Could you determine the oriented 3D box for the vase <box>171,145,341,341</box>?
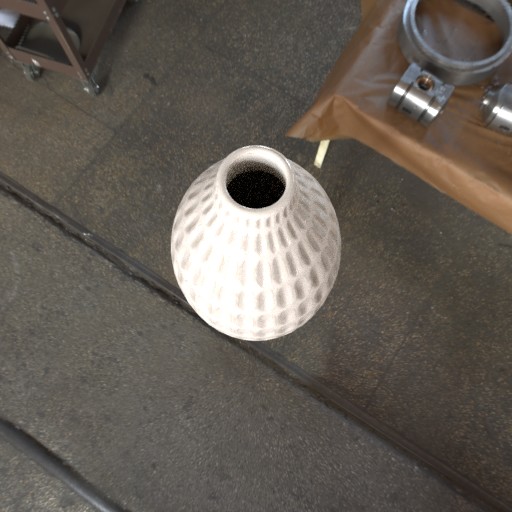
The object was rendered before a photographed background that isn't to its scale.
[{"bbox_3d":[0.000,0.000,0.348,0.127,0.282,0.127,0,75,0],"label":"vase"}]
